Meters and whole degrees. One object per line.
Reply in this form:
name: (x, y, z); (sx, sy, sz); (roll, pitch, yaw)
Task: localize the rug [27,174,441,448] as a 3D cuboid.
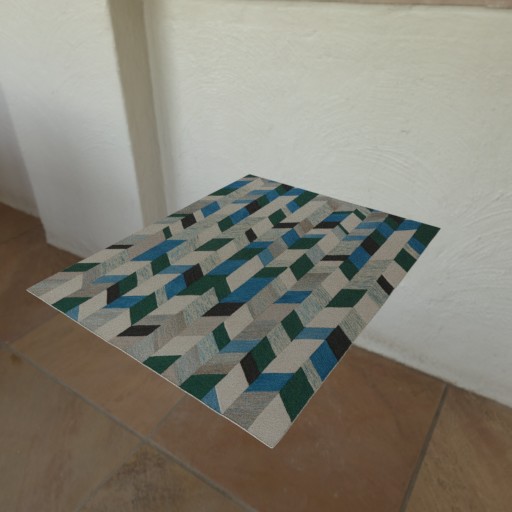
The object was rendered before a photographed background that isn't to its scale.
rug: (0.000, 0.000, 4.048); (2.440, 0.008, 3.036); (22, 39, 30)
